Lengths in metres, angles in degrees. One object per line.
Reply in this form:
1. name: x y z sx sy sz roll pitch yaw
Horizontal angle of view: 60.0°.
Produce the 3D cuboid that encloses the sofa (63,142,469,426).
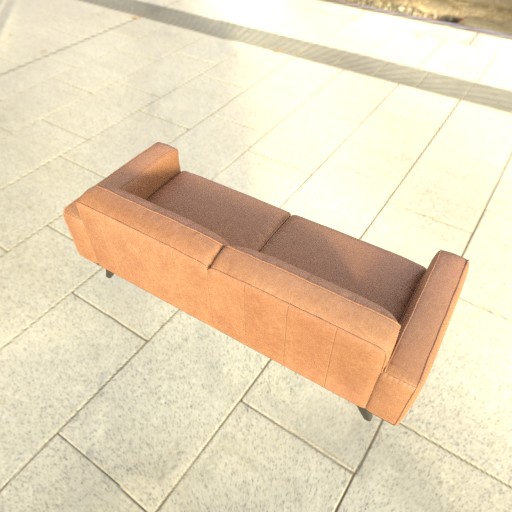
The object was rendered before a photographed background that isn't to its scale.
1. sofa: 0.000 0.000 2.714 2.270 0.780 0.953 24 51 21
